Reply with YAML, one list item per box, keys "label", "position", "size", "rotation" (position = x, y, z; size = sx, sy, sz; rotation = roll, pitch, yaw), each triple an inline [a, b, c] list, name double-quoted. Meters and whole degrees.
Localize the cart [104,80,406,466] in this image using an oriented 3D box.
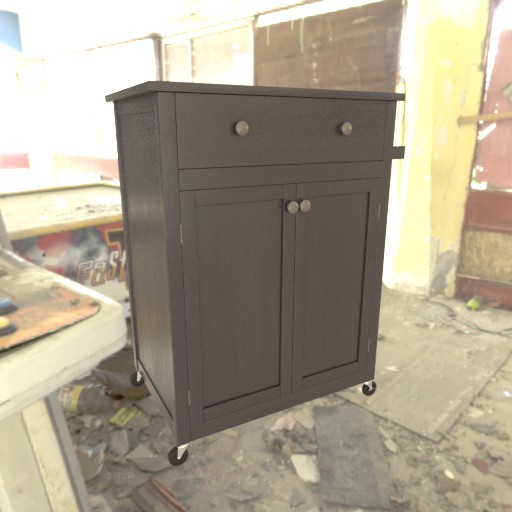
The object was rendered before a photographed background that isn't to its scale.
- label: "cart"
  position: [0.000, 0.000, 1.279]
  size: [0.690, 0.878, 0.449]
  rotation: [-8, 18, -27]
